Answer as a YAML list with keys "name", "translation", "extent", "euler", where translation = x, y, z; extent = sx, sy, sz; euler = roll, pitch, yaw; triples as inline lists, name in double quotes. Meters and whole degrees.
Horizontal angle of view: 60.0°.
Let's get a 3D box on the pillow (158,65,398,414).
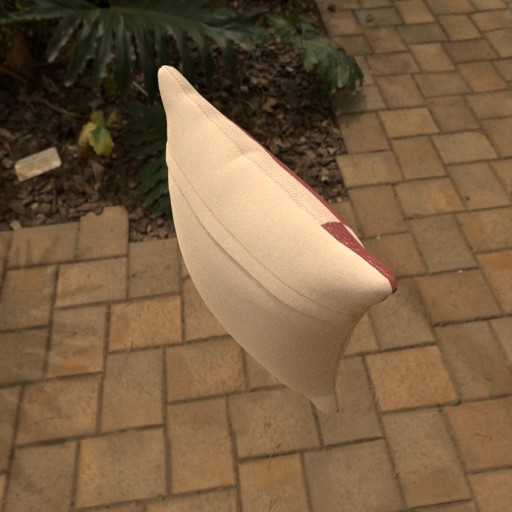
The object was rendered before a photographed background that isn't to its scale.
- name: "pillow"
  translation: [0.000, 0.000, 0.804]
  extent: [0.229, 0.506, 0.536]
  euler: [-32, 62, -20]
